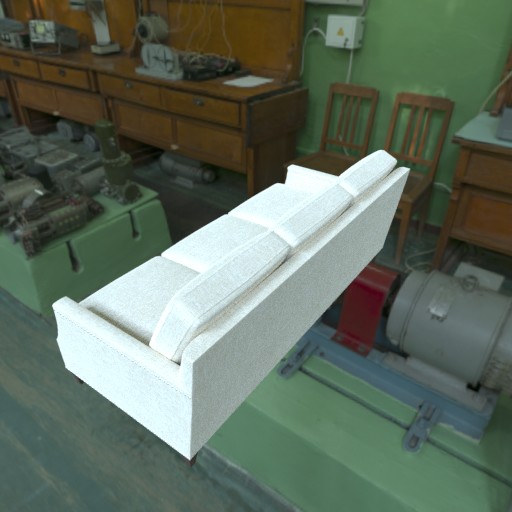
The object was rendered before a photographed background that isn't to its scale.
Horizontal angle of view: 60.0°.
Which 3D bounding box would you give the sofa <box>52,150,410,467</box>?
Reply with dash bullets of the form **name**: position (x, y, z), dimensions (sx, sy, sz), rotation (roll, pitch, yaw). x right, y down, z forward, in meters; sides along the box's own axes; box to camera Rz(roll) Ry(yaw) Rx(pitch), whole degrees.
- **sofa**: position (0.000, 0.000, 2.761), dimensions (1.041, 0.940, 2.210), rotation (22, 39, 29)
